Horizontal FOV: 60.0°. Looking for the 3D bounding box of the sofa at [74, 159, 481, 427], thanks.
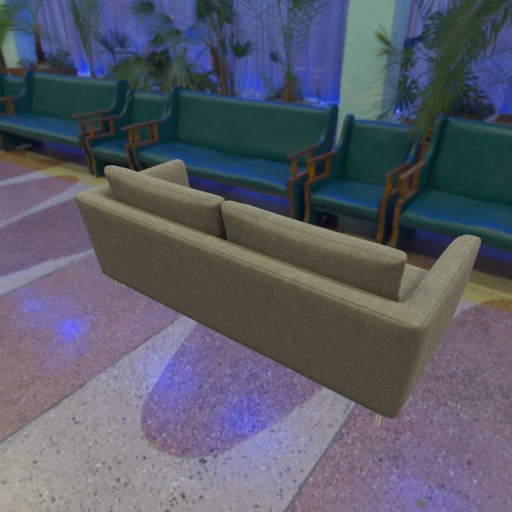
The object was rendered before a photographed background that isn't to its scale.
[{"bbox_3d":[0.000,0.000,2.532,2.121,0.864,0.889,20,36,31],"label":"sofa"}]
